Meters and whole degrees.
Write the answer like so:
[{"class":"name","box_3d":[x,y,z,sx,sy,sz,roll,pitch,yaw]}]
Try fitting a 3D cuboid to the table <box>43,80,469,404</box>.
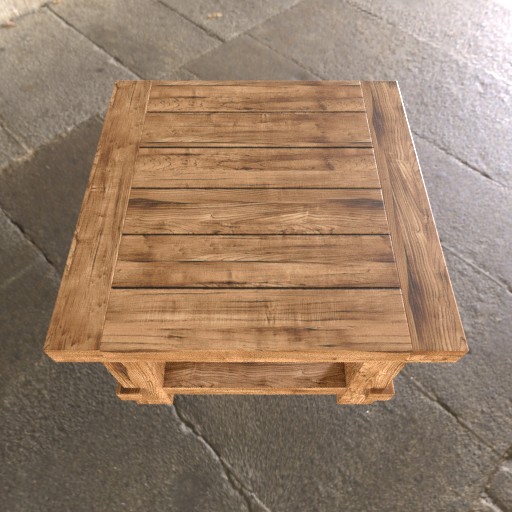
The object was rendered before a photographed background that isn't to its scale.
[{"class":"table","box_3d":[0.000,0.000,0.989,0.610,0.457,0.610,0,58,0]}]
